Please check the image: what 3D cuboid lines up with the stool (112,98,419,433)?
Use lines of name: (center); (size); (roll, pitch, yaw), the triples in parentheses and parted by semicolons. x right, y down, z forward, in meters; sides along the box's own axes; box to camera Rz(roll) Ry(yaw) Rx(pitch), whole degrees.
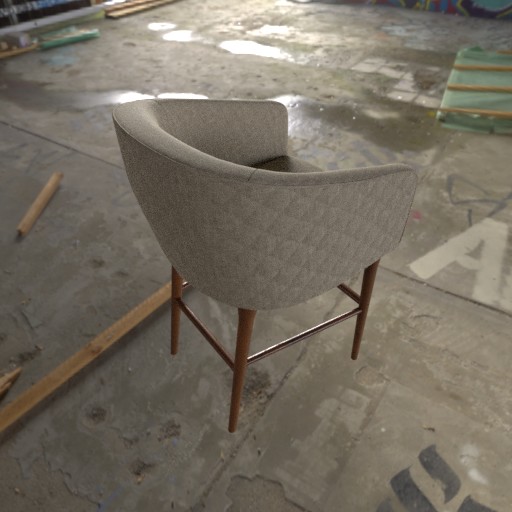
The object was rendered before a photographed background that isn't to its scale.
stool: (0.000, 0.000, 1.314); (0.635, 0.952, 0.559); (-26, 47, -27)
